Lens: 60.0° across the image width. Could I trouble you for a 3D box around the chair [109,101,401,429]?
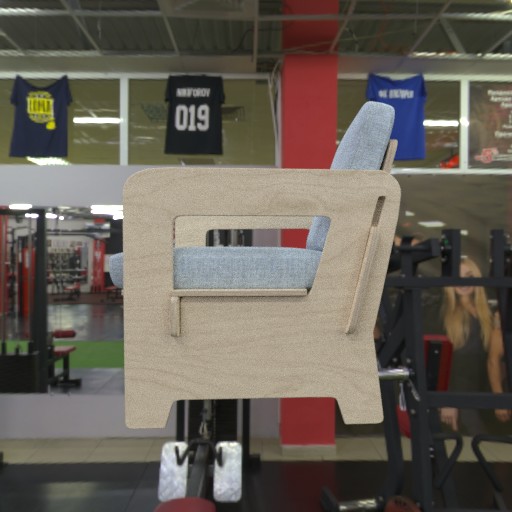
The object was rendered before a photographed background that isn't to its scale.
[{"bbox_3d":[0.000,0.000,1.283,0.710,0.800,0.590,0,0,2],"label":"chair"}]
